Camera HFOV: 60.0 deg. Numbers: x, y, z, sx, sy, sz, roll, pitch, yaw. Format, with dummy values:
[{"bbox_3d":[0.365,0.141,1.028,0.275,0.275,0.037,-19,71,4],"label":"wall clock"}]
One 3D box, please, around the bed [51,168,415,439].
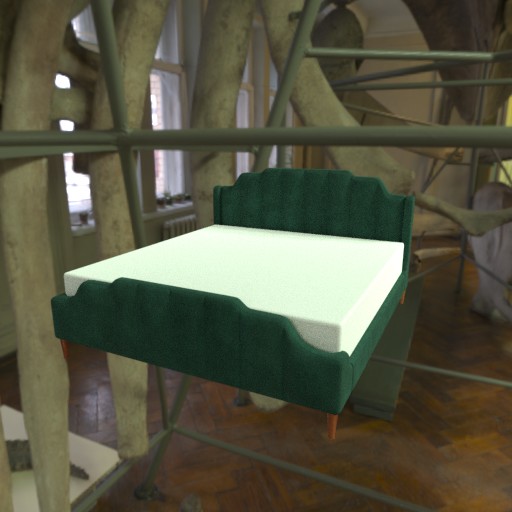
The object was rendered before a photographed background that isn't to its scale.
[{"bbox_3d":[0.000,0.000,3.561,2.074,1.245,2.340,7,17,25],"label":"bed"}]
